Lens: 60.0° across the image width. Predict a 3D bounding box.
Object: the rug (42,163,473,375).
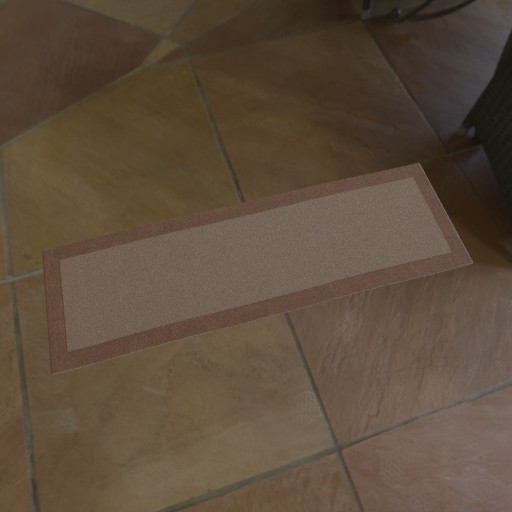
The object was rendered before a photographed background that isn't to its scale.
[{"bbox_3d":[0.000,0.000,2.616,2.430,0.012,0.767,-14,65,-7],"label":"rug"}]
